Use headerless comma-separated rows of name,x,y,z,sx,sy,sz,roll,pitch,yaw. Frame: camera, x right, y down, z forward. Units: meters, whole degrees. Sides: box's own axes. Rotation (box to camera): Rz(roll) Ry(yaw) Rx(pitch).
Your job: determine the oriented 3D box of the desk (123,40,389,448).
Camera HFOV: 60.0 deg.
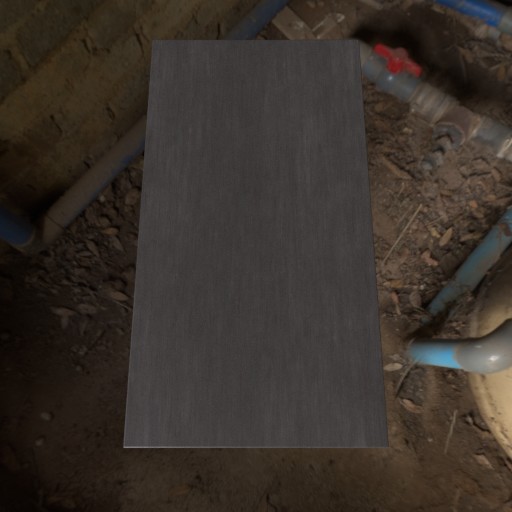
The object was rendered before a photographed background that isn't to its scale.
desk,0.000,0.000,1.505,0.600,0.750,1.100,0,75,0
